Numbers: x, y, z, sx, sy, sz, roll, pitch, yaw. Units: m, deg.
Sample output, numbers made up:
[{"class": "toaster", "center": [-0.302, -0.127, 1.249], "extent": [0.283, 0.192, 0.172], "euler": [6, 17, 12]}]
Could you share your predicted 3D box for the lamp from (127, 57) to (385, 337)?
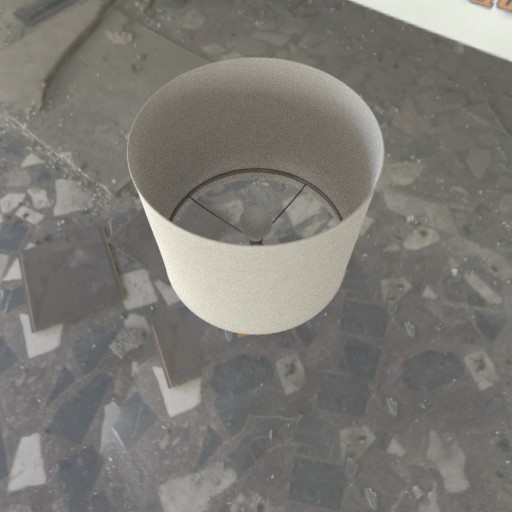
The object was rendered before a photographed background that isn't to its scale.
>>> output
[{"class": "lamp", "center": [0.000, 0.000, 0.577], "extent": [0.229, 0.417, 0.229], "euler": [-14, 61, -8]}]
